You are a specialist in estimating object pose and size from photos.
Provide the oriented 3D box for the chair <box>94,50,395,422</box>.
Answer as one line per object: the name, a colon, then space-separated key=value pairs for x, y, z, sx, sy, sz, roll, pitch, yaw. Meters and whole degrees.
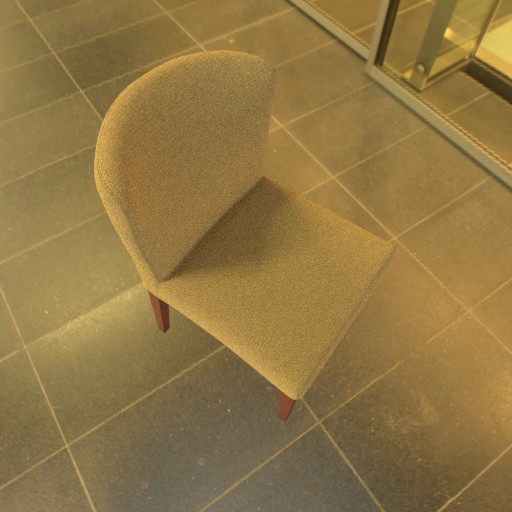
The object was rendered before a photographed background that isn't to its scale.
chair: x=0.000 y=0.000 z=1.156 sx=0.589 sy=0.839 sz=0.491 roll=32 pitch=64 yaw=18
